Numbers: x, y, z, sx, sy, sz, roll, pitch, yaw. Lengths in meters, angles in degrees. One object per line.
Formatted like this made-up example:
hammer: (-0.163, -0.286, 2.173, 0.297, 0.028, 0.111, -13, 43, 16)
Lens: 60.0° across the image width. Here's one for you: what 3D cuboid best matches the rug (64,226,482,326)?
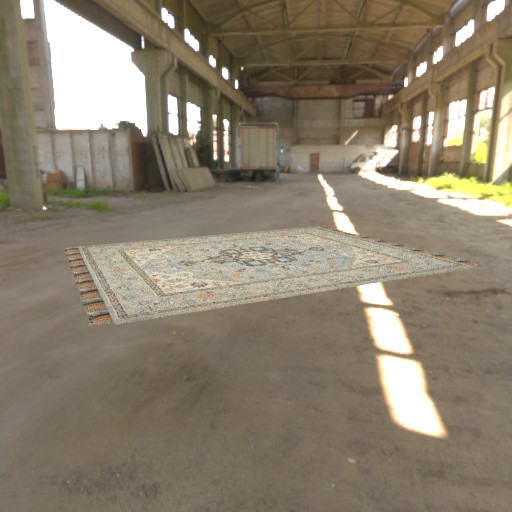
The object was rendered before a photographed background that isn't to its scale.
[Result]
rug: (0.000, 0.000, 2.243, 1.730, 0.009, 1.278, -6, 14, -25)
